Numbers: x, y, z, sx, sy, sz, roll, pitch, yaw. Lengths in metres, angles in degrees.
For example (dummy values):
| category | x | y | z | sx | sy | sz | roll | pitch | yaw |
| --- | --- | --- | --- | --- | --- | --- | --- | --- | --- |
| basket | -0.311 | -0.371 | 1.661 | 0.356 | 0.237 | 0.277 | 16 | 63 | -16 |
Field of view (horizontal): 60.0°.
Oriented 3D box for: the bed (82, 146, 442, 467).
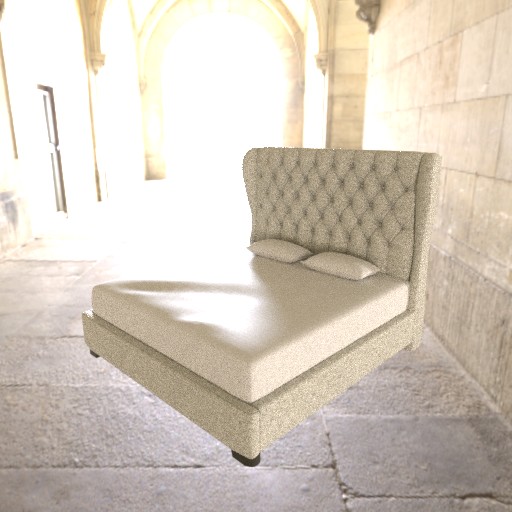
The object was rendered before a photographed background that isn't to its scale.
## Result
| category | x | y | z | sx | sy | sz | roll | pitch | yaw |
| --- | --- | --- | --- | --- | --- | --- | --- | --- | --- |
| bed | 0.000 | 0.000 | 3.887 | 2.219 | 1.771 | 2.347 | 15 | 22 | 42 |
